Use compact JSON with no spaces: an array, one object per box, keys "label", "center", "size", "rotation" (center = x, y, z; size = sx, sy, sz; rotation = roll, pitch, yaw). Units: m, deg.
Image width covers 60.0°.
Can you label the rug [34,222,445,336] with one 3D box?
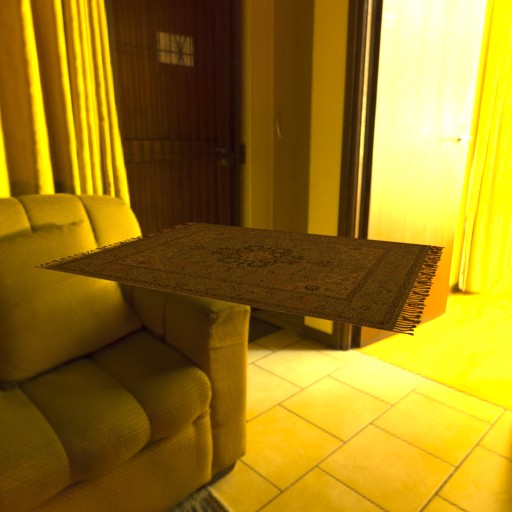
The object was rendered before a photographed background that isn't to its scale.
[{"label":"rug","center":[0.000,0.000,3.508],"size":[2.651,0.010,1.971],"rotation":[7,17,25]}]
